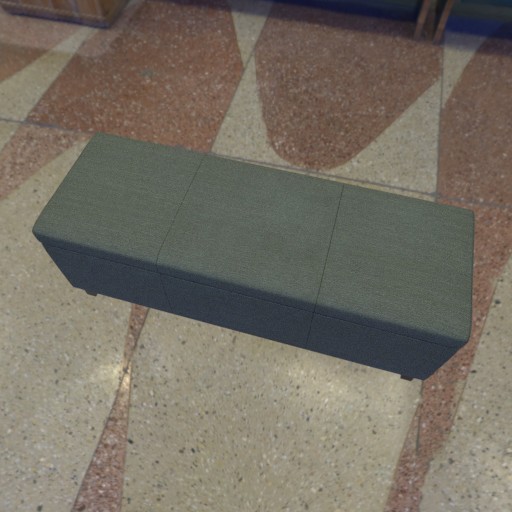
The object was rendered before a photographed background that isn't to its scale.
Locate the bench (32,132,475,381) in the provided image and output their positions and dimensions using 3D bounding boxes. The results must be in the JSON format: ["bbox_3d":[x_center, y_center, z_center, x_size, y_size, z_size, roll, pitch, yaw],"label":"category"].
[{"bbox_3d":[0.000,0.000,1.480,1.269,0.438,0.446,14,59,8],"label":"bench"}]
